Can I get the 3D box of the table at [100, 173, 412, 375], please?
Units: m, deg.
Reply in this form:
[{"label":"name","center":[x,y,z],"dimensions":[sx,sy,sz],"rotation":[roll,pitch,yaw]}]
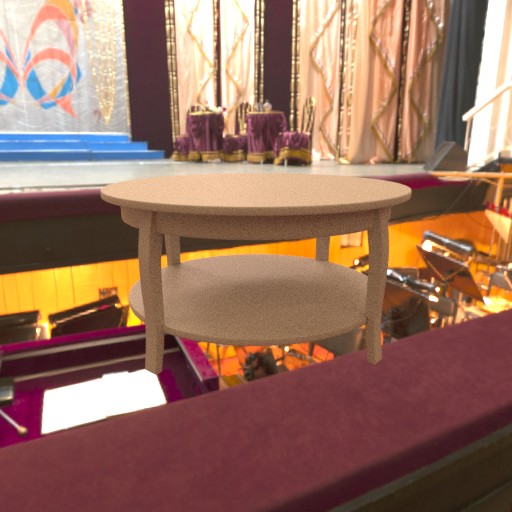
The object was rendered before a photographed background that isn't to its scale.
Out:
[{"label":"table","center":[0.000,0.000,1.427],"dimensions":[0.910,0.457,0.910],"rotation":[0,15,0]}]
